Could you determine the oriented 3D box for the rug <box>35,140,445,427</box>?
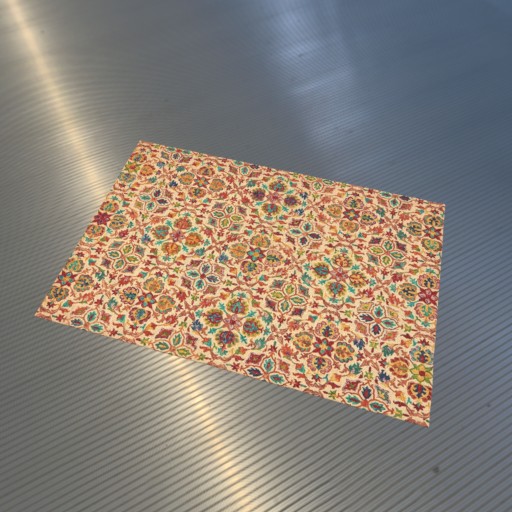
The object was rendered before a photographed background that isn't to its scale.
[{"bbox_3d":[0.000,0.000,2.282,1.838,0.013,1.226,14,59,8],"label":"rug"}]
